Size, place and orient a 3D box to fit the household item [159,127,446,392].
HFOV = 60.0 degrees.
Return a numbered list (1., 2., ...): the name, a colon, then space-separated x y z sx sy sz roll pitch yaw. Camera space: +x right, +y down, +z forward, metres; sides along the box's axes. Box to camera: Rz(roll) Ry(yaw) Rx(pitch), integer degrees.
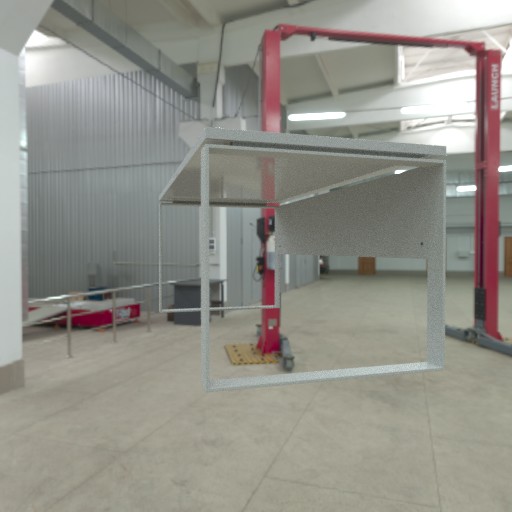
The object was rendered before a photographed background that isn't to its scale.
1. household item: 0.000 0.000 2.164 0.800 0.745 1.700 0 1 -17
